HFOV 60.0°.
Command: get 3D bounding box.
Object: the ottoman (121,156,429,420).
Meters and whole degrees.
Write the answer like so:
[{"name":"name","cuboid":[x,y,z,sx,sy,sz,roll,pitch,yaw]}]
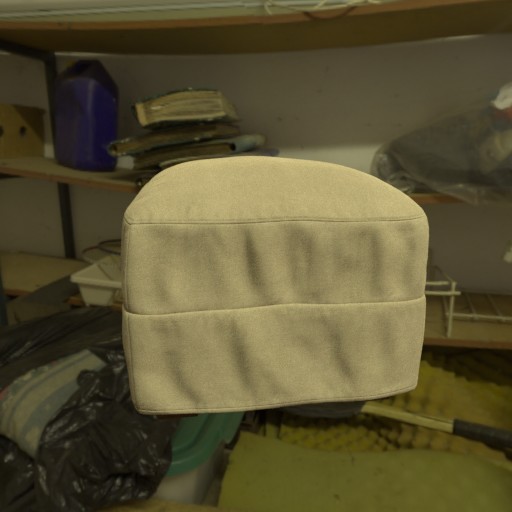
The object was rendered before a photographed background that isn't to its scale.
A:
[{"name":"ottoman","cuboid":[0.000,0.000,1.095,0.584,0.480,0.712,-2,15,-8]}]
